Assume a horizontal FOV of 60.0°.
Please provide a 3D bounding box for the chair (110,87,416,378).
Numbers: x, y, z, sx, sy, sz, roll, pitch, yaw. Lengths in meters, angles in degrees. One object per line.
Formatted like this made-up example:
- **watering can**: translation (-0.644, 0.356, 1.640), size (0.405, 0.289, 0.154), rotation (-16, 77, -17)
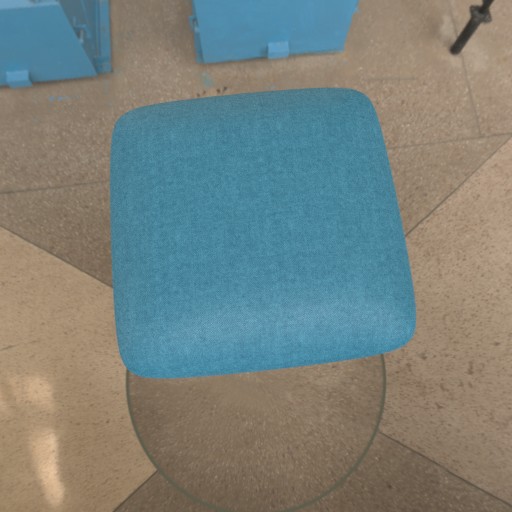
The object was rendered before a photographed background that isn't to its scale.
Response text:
- **chair**: translation (0.000, 0.000, 0.717), size (0.360, 0.450, 0.360), rotation (-6, 75, -2)
